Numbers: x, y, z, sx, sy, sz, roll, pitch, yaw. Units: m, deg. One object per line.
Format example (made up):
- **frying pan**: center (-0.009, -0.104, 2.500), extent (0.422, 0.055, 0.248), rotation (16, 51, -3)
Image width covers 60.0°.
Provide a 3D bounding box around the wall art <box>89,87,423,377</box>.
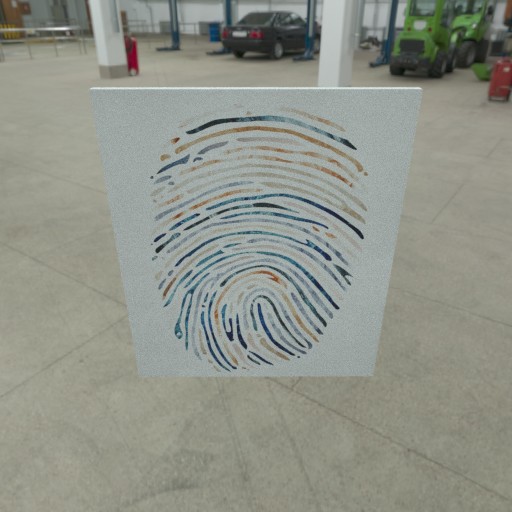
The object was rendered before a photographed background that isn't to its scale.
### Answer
- **wall art**: center (0.000, 0.000, 0.991), extent (0.609, 0.710, 0.021), rotation (0, 29, 0)
